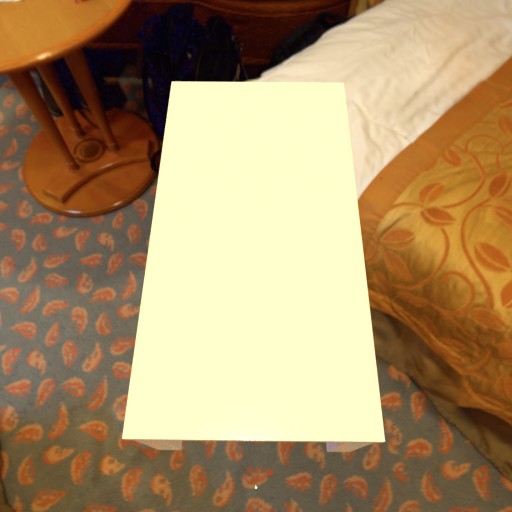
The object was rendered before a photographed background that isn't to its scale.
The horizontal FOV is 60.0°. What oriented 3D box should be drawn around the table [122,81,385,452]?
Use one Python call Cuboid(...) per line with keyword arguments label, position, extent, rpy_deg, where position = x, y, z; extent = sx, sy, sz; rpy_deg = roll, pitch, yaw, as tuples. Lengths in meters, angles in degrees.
Cuboid(label="table", position=(0.000, 0.000, 1.698), extent=(0.700, 0.470, 1.350), rpy_deg=(1, 62, 0))
